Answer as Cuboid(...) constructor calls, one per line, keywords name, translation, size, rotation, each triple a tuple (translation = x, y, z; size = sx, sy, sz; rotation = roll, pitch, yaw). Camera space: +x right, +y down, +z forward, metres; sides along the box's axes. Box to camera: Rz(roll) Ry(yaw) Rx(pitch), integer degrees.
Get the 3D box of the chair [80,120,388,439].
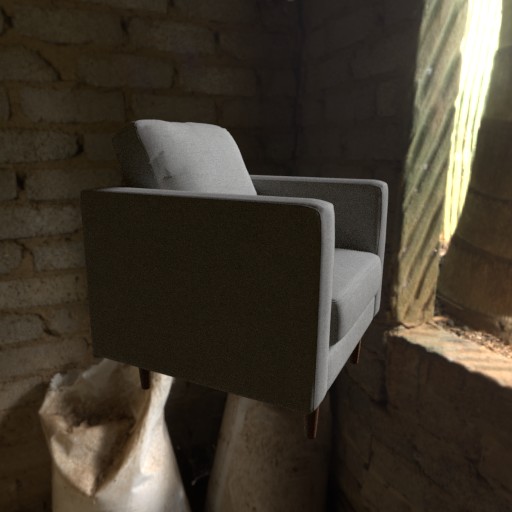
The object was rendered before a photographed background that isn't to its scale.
Cuboid(name="chair", translation=(0.000, 0.000, 1.579), size=(0.800, 0.927, 0.855), rotation=(7, 15, 25))
